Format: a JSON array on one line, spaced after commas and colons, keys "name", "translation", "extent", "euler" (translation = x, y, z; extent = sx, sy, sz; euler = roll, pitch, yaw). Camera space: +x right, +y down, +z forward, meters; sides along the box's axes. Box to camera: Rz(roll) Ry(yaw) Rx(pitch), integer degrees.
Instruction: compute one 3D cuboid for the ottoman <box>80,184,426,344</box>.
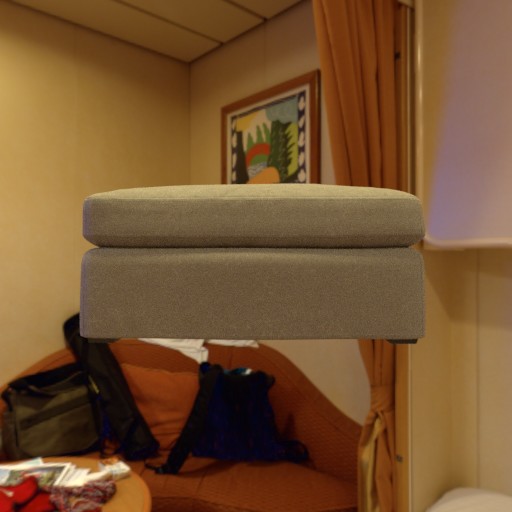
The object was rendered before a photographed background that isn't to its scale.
[{"name": "ottoman", "translation": [0.000, 0.000, 1.616], "extent": [0.840, 0.429, 1.199], "euler": [0, -1, 1]}]
